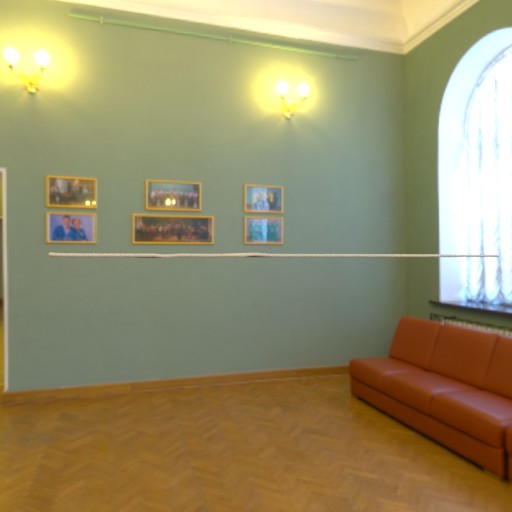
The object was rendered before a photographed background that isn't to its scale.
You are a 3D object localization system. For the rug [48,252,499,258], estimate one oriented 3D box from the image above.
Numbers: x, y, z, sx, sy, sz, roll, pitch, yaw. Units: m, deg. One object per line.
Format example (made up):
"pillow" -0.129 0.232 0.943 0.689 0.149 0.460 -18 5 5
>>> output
"rug" 0.000 0.000 4.650 3.659 0.037 2.734 0 0 -18
